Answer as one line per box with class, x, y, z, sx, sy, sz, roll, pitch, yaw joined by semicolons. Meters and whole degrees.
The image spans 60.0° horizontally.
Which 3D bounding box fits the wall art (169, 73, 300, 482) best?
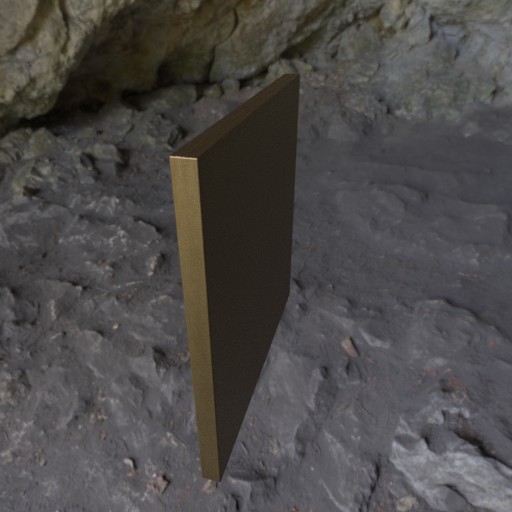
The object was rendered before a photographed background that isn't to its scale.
wall art;0.000;0.000;0.753;0.030;0.506;0.503;8;32;13
